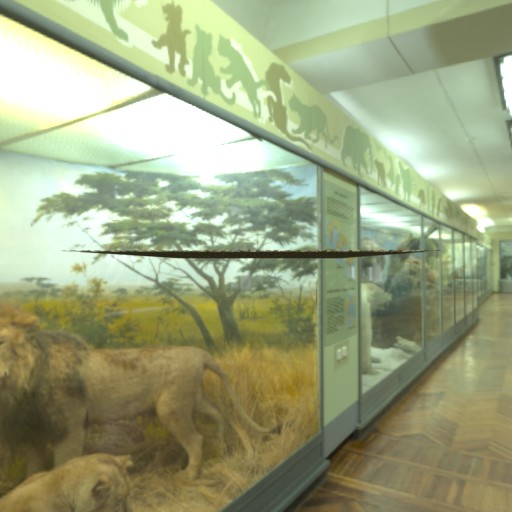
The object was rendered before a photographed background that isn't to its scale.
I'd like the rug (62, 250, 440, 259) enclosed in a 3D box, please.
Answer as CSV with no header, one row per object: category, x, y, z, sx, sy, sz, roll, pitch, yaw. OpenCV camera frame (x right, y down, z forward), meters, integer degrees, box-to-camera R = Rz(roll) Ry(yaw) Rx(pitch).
rug,0.000,0.000,2.975,1.524,0.008,2.438,0,-1,1
